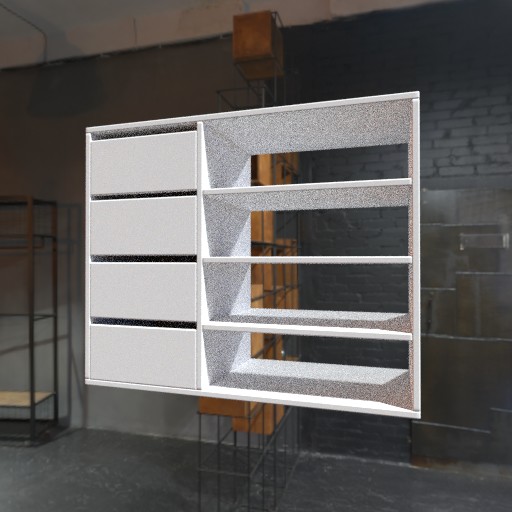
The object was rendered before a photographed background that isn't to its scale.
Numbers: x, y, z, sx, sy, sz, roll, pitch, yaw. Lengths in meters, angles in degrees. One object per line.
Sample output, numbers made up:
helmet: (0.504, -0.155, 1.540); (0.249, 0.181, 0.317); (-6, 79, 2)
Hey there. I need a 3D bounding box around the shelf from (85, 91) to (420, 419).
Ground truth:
shelf: (0.000, 0.000, 1.313); (0.895, 0.732, 0.396); (0, -1, 18)
